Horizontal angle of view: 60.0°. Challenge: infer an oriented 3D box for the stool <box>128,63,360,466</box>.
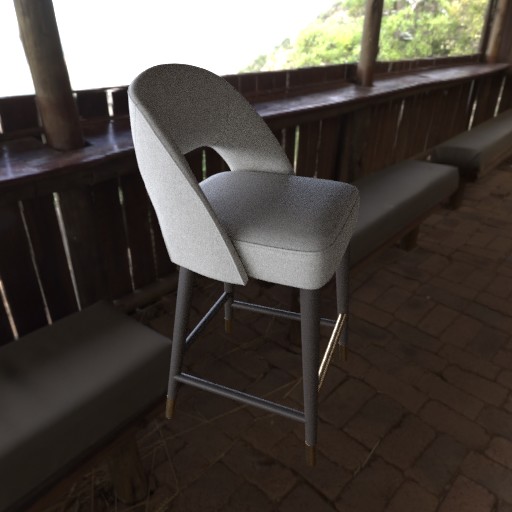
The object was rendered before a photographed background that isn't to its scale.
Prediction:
[{"bbox_3d":[0.000,0.000,1.200,0.509,0.940,0.494,11,31,18],"label":"stool"}]
